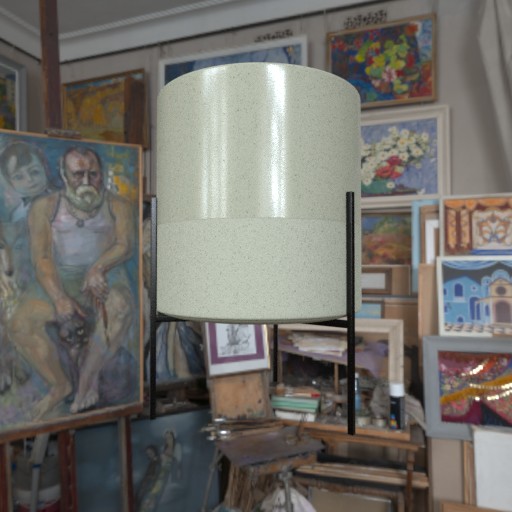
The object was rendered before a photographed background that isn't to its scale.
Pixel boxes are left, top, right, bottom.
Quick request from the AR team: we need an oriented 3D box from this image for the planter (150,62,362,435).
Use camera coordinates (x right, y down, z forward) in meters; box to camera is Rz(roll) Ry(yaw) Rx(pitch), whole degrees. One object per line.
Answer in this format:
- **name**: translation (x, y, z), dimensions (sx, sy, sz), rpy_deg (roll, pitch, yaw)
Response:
- **planter**: translation (0.000, 0.000, 0.696), dimensions (0.323, 0.475, 0.314), rpy_deg (0, -1, -18)
